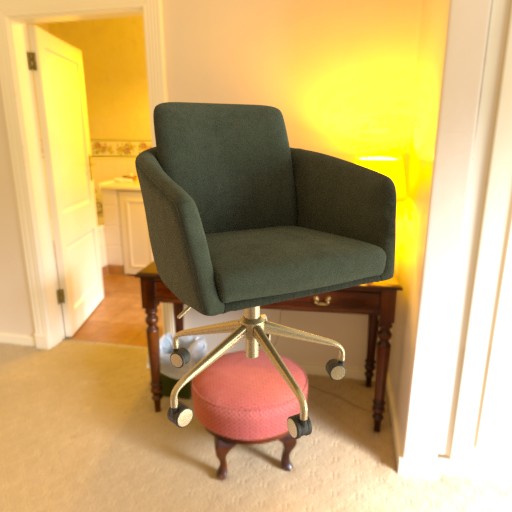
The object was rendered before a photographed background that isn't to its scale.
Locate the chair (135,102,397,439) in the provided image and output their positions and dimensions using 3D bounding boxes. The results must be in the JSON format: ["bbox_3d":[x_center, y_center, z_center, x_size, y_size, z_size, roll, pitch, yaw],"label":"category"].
[{"bbox_3d":[0.000,0.000,1.342,0.641,0.908,0.635,-8,17,-26],"label":"chair"}]
